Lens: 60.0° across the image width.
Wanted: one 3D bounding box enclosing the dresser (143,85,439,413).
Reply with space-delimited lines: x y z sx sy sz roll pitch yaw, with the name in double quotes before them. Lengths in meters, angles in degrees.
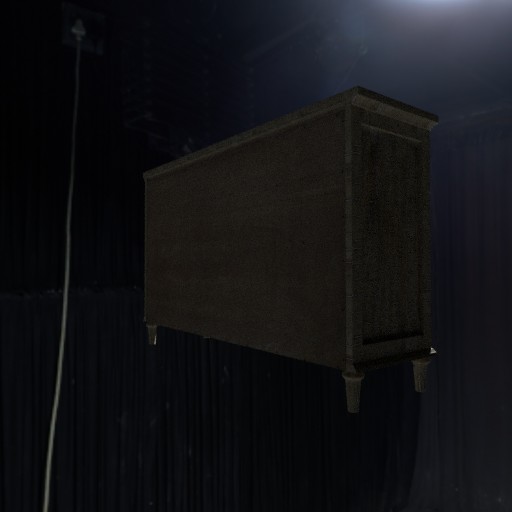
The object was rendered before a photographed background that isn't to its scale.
"dresser" 0.000 0.000 2.136 0.457 1.016 1.626 1 -2 -37
